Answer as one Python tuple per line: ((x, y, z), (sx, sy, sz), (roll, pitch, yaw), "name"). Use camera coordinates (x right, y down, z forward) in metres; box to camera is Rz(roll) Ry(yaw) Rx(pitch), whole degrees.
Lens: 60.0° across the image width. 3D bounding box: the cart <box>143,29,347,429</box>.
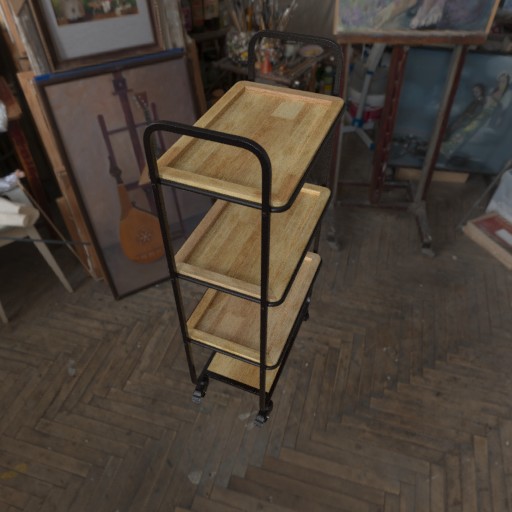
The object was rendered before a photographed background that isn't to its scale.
((0.000, 0.000, 1.318), (0.321, 1.080, 0.545), (16, 47, 15), "cart")
